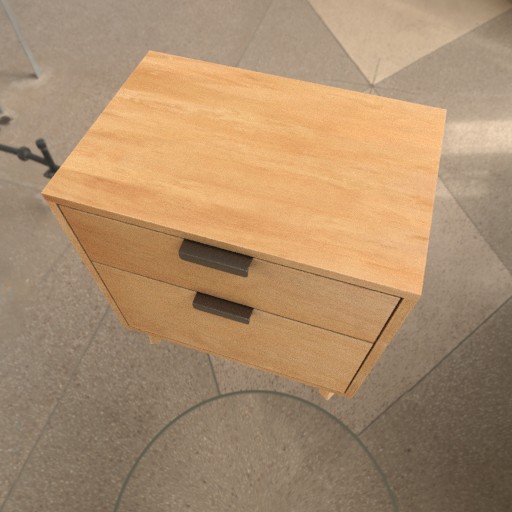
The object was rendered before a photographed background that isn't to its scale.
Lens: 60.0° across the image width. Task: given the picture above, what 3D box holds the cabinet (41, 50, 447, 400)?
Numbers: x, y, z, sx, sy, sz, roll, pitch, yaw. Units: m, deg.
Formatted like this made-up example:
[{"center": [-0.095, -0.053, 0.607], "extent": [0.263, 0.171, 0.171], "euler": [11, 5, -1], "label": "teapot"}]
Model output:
[{"center": [0.000, 0.000, 0.947], "extent": [0.551, 0.599, 0.394], "euler": [15, 59, 10], "label": "cabinet"}]
